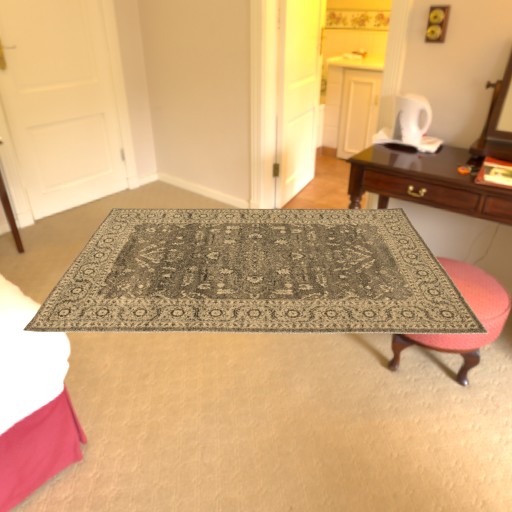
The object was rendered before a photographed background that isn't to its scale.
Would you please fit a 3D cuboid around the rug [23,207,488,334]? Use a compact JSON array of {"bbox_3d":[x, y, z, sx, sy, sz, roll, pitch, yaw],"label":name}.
[{"bbox_3d":[0.000,0.000,2.252,1.828,0.019,1.209,0,30,0],"label":"rug"}]
